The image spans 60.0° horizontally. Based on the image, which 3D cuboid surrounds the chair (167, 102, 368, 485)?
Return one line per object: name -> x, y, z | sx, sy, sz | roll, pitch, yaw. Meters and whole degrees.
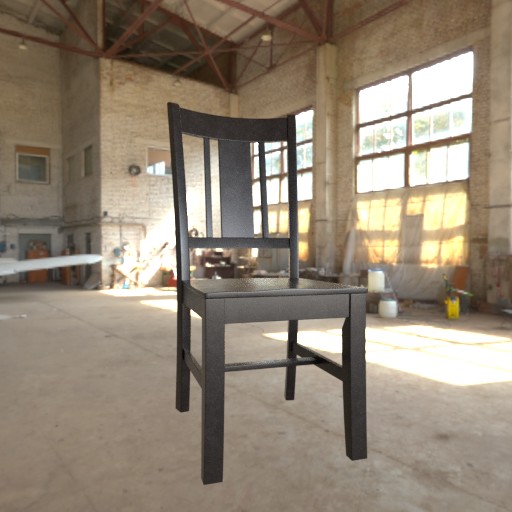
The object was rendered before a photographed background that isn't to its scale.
chair -> 0.000, 0.000, 1.283 | 0.450, 0.998, 0.555 | 0, 1, -18
